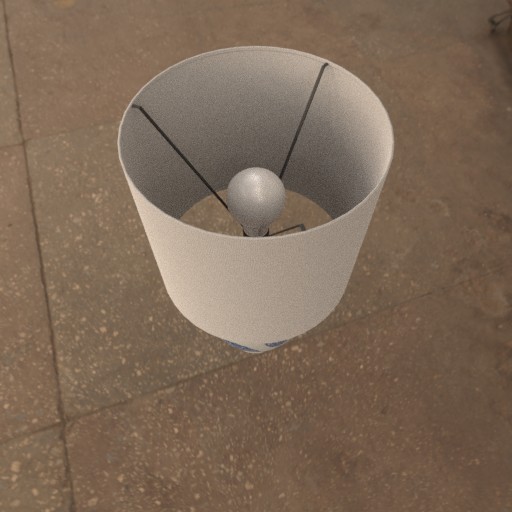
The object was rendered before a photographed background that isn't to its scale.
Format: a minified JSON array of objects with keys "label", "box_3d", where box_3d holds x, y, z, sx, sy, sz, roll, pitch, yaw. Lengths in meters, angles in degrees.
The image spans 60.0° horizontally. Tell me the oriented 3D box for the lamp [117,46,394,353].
[{"label":"lamp","box_3d":[0.000,0.000,0.509,0.215,0.381,0.215,-15,59,-10]}]
